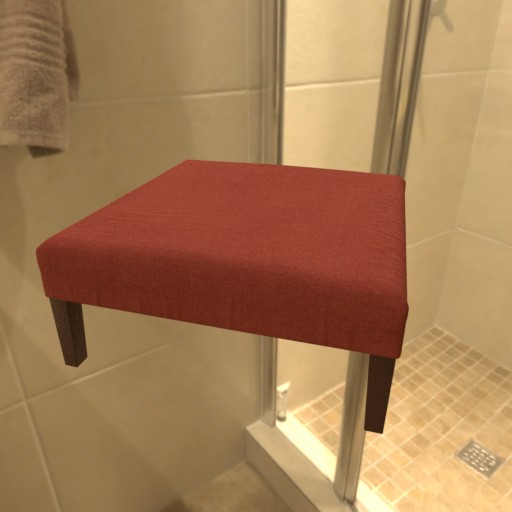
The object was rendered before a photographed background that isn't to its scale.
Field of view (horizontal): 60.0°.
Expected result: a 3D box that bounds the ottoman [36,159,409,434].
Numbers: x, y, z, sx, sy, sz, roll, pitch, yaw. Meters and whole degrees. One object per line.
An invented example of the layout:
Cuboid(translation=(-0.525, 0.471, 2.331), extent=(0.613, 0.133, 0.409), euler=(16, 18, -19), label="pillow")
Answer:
Cuboid(translation=(0.000, 0.000, 1.427), extent=(0.890, 0.411, 0.889), euler=(7, 27, 15), label="ottoman")
